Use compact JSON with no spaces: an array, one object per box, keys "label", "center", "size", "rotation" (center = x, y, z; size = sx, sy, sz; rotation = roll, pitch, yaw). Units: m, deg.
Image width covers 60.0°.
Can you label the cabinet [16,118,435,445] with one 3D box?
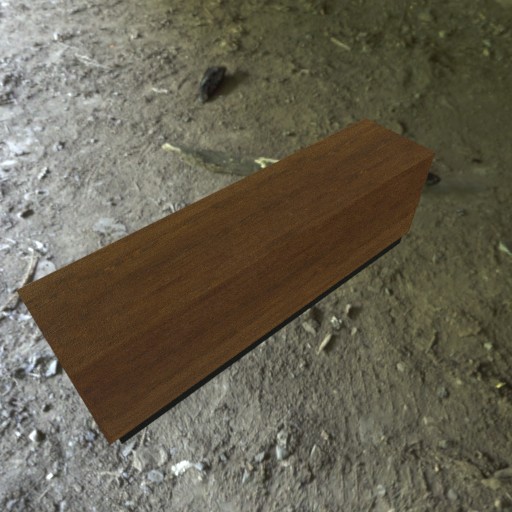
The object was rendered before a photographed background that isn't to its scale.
[{"label":"cabinet","center":[0.000,0.000,1.780],"size":[1.600,0.510,0.419],"rotation":[-31,53,-27]}]
